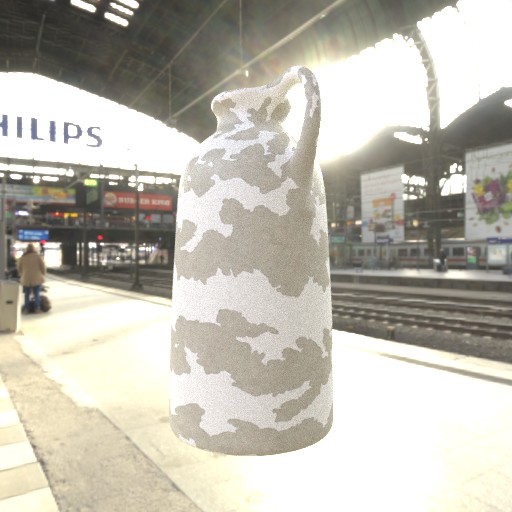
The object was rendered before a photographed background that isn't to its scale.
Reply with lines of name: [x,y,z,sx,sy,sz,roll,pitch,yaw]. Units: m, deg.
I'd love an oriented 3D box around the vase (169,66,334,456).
vase: [0.000,0.000,0.501,0.186,0.382,0.203,0,0,-37]
